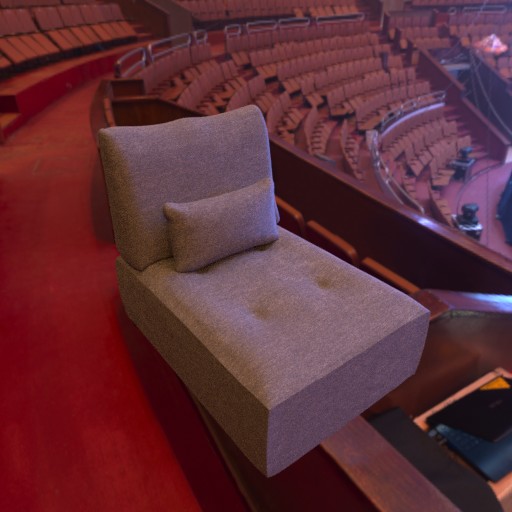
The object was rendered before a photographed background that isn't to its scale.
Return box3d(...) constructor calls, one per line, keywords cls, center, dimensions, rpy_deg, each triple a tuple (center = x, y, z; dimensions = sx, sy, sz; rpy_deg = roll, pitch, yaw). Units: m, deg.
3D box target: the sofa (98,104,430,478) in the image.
box3d(cls="sofa", center=(0.000, 0.000, 1.565), dimensions=(0.700, 0.820, 1.000), rpy_deg=(-21, 36, -32))
